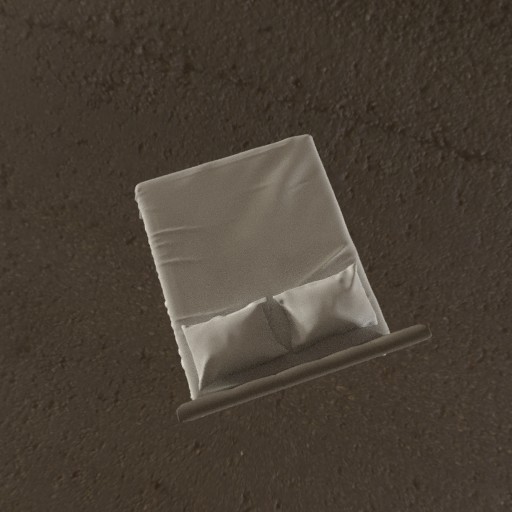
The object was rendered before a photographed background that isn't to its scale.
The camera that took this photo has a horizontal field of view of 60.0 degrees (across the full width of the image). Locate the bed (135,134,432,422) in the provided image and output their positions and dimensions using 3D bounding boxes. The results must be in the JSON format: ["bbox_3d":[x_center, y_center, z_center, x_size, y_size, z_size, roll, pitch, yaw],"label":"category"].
[{"bbox_3d":[0.000,0.000,3.661,1.936,1.577,2.222,-17,76,-5],"label":"bed"}]
